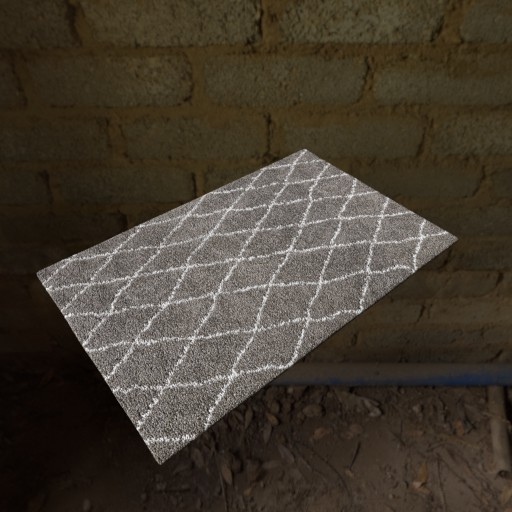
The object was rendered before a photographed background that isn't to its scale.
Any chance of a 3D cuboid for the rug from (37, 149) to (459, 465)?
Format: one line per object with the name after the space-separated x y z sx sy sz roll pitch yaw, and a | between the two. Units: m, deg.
0.000 0.000 3.403 2.743 0.030 1.778 -30 52 -27 | rug
